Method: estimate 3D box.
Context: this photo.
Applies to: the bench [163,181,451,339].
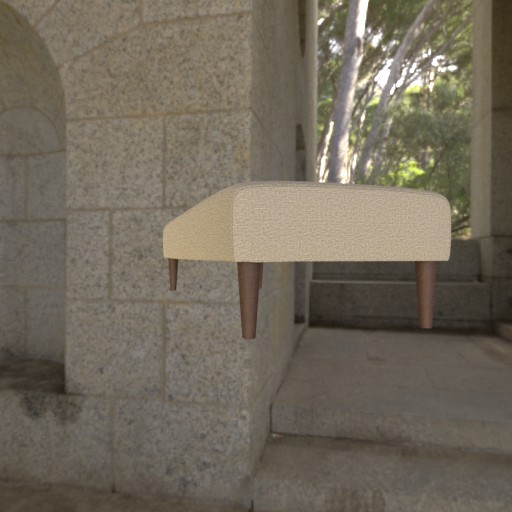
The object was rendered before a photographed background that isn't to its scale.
[{"bbox_3d":[0.000,0.000,1.869,0.646,0.393,1.609,0,0,-17],"label":"bench"}]
